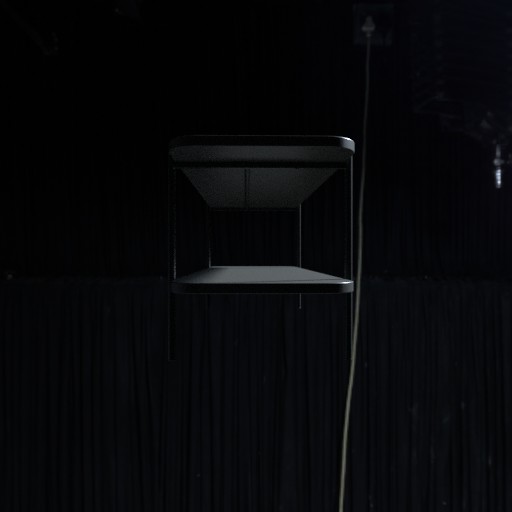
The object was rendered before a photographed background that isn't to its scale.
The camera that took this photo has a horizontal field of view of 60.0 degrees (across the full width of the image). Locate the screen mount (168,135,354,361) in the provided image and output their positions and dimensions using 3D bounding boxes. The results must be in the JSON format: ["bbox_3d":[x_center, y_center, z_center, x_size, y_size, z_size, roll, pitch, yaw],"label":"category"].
[{"bbox_3d":[0.000,0.000,1.416,0.400,0.447,1.200,0,0,-1],"label":"screen mount"}]
